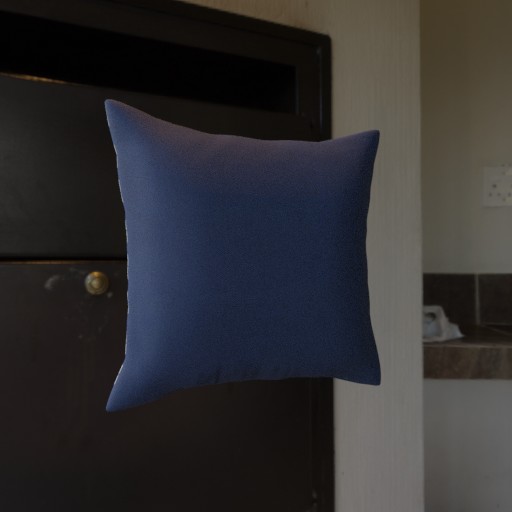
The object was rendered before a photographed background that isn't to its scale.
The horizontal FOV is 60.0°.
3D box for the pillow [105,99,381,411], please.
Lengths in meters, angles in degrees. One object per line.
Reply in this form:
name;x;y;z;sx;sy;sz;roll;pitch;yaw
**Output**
pillow;0.000;0.000;0.777;0.504;0.494;0.188;0;-1;-18
